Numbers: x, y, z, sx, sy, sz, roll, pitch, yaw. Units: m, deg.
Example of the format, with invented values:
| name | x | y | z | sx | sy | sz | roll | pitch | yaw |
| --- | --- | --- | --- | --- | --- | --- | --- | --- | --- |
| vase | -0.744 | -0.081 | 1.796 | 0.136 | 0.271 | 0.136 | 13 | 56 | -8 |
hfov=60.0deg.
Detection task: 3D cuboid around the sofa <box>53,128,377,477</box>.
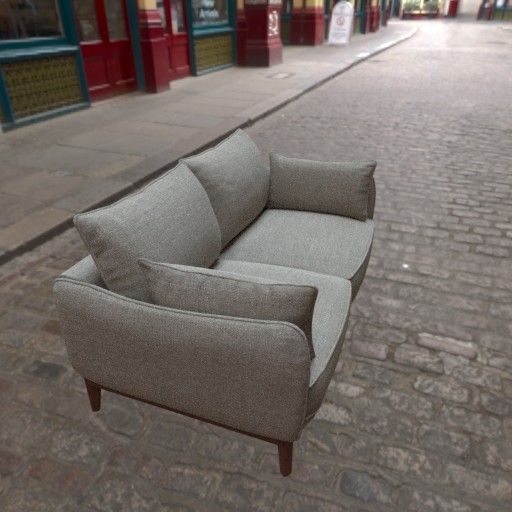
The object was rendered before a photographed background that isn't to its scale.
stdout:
| name | x | y | z | sx | sy | sz | roll | pitch | yaw |
| --- | --- | --- | --- | --- | --- | --- | --- | --- | --- |
| sofa | 0.000 | 0.000 | 2.080 | 0.972 | 0.851 | 1.580 | 10 | 31 | 18 |
